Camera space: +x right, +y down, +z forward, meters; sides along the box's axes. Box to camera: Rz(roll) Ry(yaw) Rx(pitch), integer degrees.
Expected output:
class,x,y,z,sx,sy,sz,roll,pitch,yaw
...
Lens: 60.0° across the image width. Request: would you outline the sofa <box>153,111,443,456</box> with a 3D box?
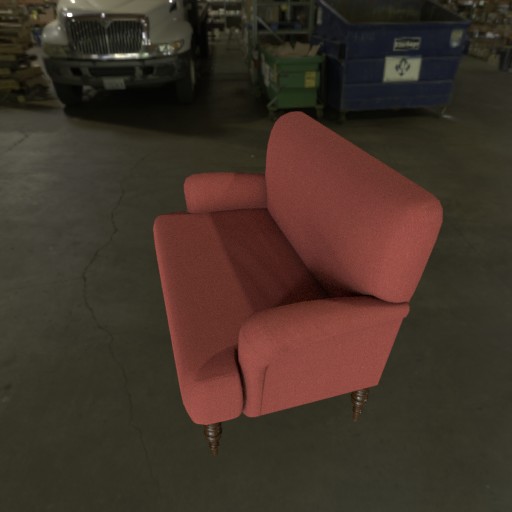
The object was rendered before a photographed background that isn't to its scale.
class,x,y,z,sx,sy,sz,roll,pitch,yaw
sofa,0.000,0.000,1.831,0.779,0.889,1.297,-8,32,-13
